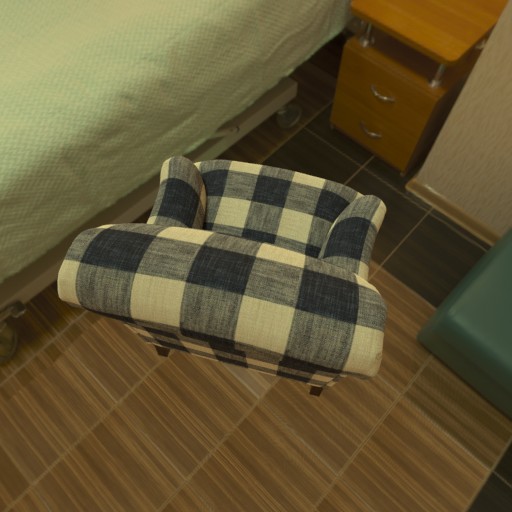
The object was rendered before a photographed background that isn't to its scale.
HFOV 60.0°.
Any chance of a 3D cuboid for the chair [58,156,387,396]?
[{"bbox_3d":[0.000,0.000,1.518,0.781,0.953,0.848,13,64,6],"label":"chair"}]
